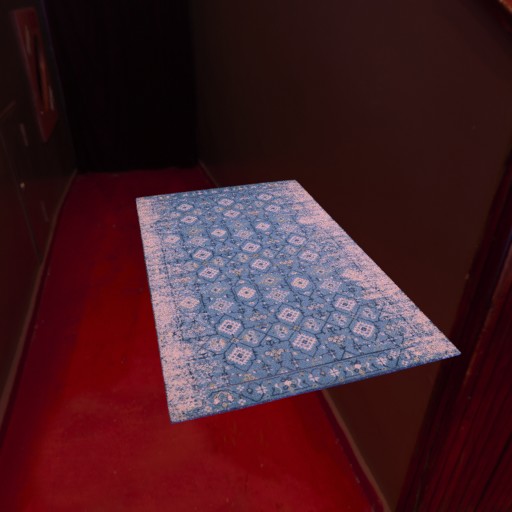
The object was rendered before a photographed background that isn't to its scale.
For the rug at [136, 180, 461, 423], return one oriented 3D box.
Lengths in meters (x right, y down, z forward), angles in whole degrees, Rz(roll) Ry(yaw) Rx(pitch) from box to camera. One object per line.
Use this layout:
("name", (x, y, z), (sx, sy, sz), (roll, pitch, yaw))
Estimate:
("rug", (0.000, 0.000, 2.274), (1.102, 0.008, 1.795), (-9, 33, -14))
